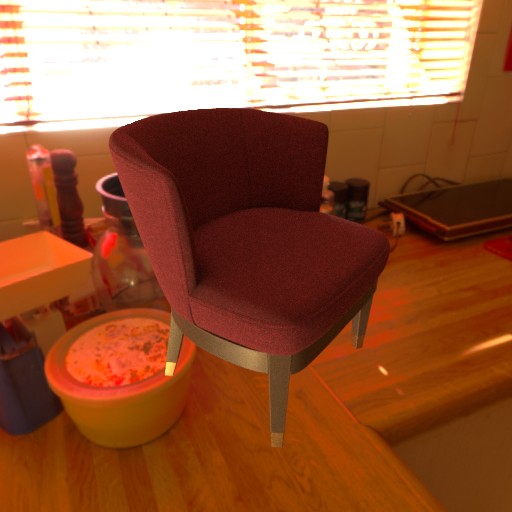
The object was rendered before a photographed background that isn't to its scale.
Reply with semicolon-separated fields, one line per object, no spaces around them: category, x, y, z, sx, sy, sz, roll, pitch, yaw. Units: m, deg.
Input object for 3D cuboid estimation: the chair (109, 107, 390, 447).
chair;0.000;0.000;1.306;0.660;0.760;0.700;18;32;31
